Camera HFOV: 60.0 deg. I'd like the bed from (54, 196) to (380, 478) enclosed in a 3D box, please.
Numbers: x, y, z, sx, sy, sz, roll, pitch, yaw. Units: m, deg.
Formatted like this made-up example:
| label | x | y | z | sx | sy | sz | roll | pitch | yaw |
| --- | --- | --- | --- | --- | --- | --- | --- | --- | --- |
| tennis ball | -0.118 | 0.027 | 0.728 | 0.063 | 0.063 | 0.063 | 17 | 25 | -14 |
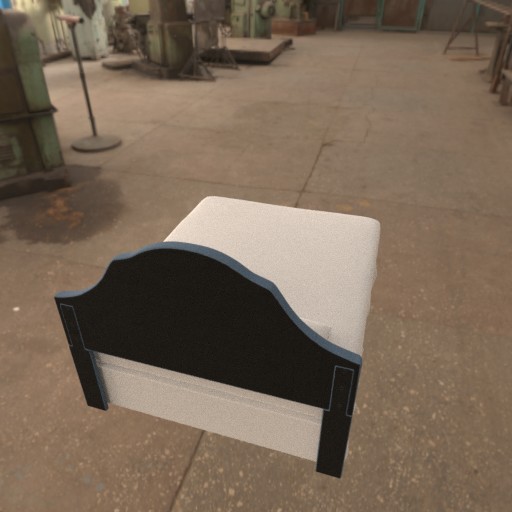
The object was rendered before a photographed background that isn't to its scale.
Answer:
| label | x | y | z | sx | sy | sz | roll | pitch | yaw |
| --- | --- | --- | --- | --- | --- | --- | --- | --- | --- |
| bed | 0.000 | 0.000 | 3.731 | 2.039 | 1.617 | 2.477 | 10 | 34 | 15 |
